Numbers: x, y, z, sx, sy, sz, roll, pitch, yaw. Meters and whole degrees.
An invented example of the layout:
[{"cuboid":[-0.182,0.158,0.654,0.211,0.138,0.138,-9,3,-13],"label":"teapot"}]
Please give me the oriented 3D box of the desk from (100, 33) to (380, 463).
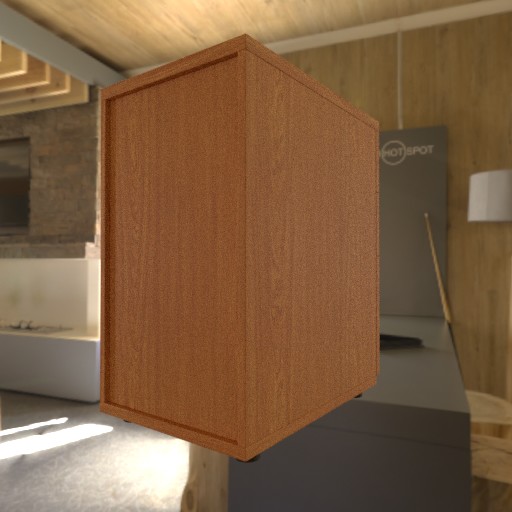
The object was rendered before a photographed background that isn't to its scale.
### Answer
[{"cuboid":[0.000,0.000,1.090,0.404,0.730,0.600,0,-1,37],"label":"desk"}]
